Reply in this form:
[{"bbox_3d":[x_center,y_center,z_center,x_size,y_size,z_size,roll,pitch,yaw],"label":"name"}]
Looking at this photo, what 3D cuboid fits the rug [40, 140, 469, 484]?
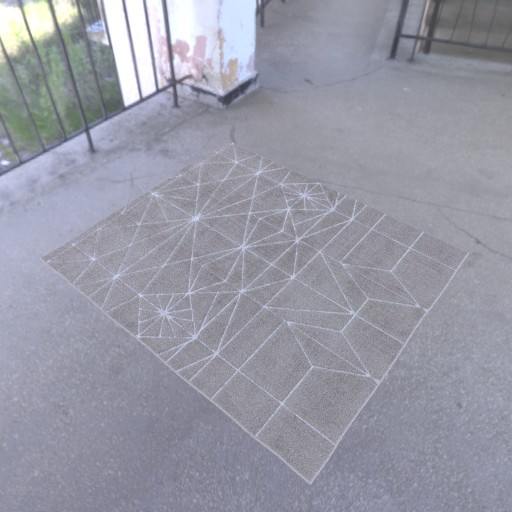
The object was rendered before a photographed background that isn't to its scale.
[{"bbox_3d":[0.000,0.000,0.867,0.639,0.006,0.548,31,54,26],"label":"rug"}]
